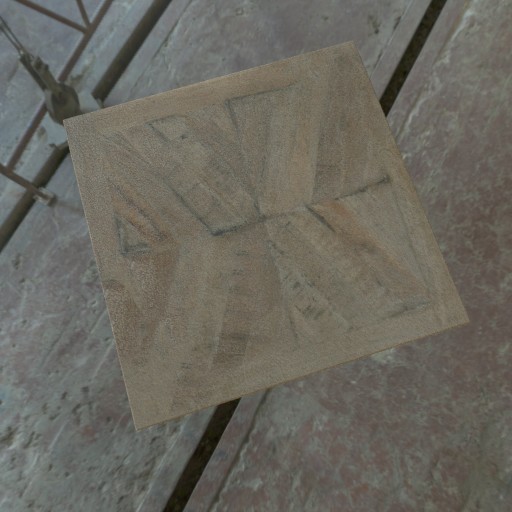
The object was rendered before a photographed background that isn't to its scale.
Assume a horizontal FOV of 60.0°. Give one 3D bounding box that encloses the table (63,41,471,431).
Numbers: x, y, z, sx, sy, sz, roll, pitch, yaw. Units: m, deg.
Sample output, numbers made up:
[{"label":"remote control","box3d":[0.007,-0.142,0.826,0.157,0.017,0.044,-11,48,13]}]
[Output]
[{"label":"table","box3d":[0.000,0.000,0.942,0.499,0.550,0.498,-17,78,-4]}]
